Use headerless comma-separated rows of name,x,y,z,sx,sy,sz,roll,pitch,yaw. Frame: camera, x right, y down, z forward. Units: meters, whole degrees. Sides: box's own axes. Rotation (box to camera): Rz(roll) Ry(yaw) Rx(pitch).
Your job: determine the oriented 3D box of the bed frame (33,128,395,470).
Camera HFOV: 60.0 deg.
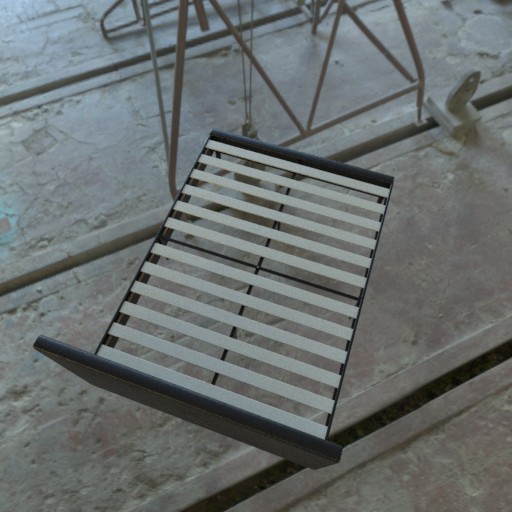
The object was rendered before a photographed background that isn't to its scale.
bed frame,0.000,0.000,3.155,1.634,1.127,2.318,17,64,9
